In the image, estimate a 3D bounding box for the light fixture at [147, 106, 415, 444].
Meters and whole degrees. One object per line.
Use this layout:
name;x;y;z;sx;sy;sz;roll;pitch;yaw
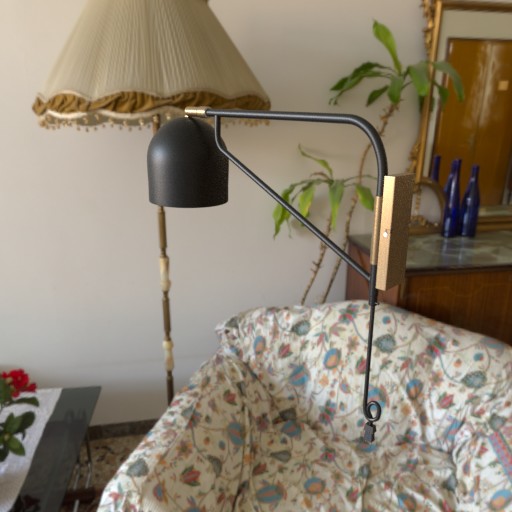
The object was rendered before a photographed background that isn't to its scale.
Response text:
light fixture;0.000;0.000;1.068;0.720;0.696;0.215;15;22;42
